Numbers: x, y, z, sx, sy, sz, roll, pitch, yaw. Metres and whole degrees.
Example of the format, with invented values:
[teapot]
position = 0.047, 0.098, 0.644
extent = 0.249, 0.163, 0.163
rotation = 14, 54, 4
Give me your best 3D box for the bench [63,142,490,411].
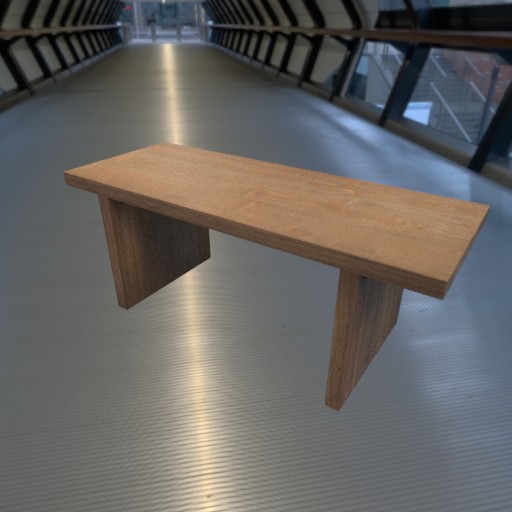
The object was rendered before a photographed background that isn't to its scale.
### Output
[bench]
position = 0.000, 0.000, 1.404
extent = 1.183, 0.458, 0.458
rotation = 18, 33, 30
